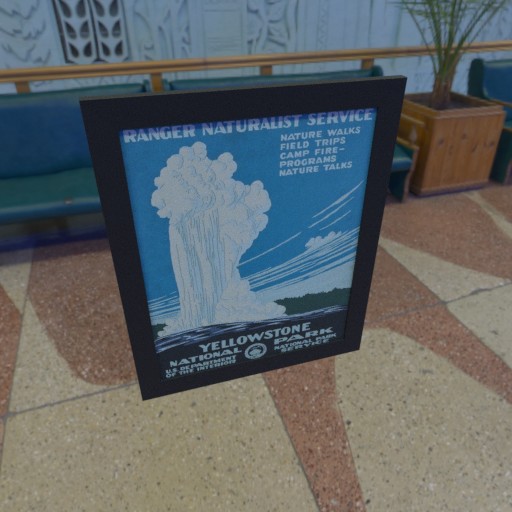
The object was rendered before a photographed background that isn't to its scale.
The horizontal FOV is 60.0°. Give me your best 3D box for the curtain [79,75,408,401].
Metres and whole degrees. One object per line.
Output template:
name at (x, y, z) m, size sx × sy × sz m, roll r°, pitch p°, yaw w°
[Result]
curtain at (0.000, 0.000, 0.798) m, size 0.483 × 0.585 × 0.027 m, roll -10°, pitch 34°, yaw -14°
